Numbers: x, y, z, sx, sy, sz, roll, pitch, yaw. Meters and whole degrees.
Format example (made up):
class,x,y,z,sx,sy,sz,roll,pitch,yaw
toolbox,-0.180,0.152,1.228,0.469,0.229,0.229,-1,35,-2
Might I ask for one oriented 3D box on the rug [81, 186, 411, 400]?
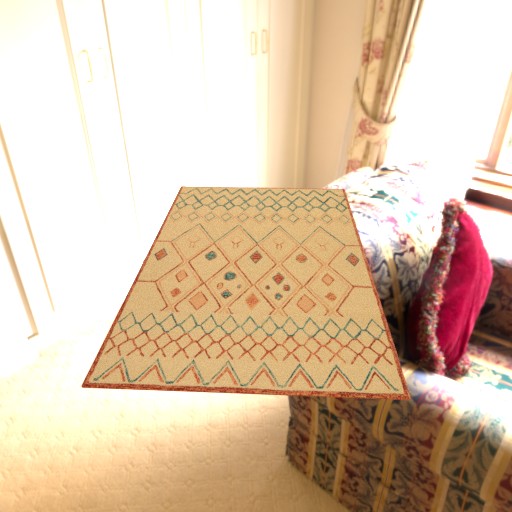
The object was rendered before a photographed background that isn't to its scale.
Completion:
class,x,y,z,sx,sy,sz,roll,pitch,yaw
rug,0.000,0.000,3.079,1.524,0.015,2.438,1,31,2
